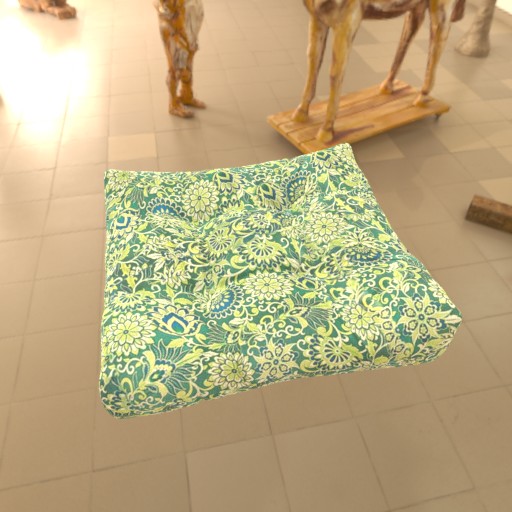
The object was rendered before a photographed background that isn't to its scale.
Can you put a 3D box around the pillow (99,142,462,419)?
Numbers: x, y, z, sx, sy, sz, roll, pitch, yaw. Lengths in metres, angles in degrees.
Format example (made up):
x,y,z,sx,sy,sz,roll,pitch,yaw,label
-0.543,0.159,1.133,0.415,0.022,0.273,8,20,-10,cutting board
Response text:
x,y,z,sx,sy,sz,roll,pitch,yaw,label
0.000,0.000,0.735,0.490,0.128,0.468,-9,46,-8,pillow
